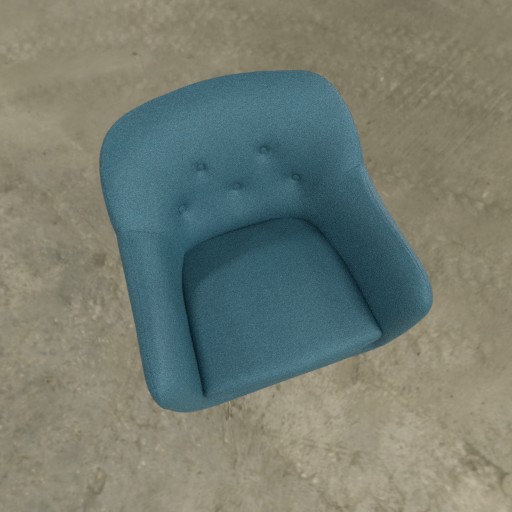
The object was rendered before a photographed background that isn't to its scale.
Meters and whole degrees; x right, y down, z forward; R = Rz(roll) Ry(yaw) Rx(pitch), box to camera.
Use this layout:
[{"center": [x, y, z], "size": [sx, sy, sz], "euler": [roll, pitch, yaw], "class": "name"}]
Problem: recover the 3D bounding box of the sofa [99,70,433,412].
[{"center": [0.000, 0.000, 1.497], "size": [0.836, 0.817, 0.825], "euler": [-17, 65, -8], "class": "sofa"}]
